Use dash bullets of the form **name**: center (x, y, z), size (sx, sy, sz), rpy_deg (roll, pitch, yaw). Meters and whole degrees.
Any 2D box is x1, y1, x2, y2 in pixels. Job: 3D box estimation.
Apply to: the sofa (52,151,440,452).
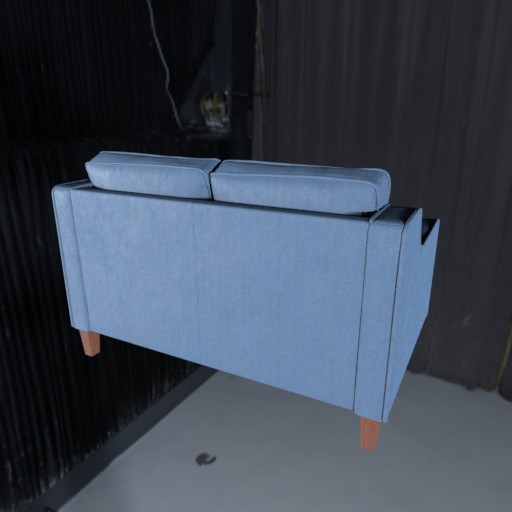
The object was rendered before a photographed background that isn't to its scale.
- **sofa**: center (0.000, 0.000, 2.106), size (1.501, 0.971, 0.987), rpy_deg (9, 20, 26)
